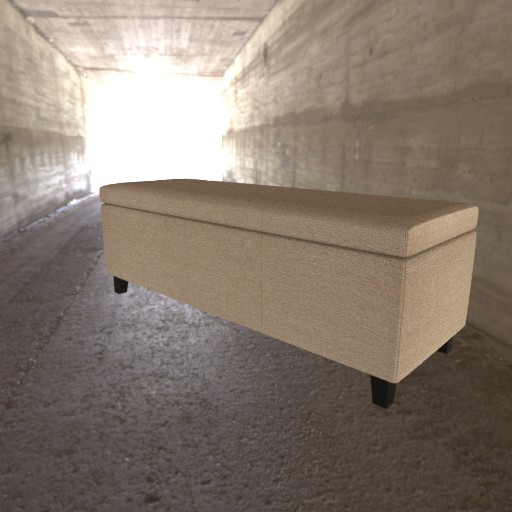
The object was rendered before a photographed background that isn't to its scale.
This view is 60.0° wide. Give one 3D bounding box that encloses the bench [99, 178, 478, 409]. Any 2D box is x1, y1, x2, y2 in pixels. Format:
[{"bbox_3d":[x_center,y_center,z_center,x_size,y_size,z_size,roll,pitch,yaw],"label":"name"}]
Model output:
[{"bbox_3d":[0.000,0.000,1.493,1.269,0.438,0.446,13,20,41],"label":"bench"}]
